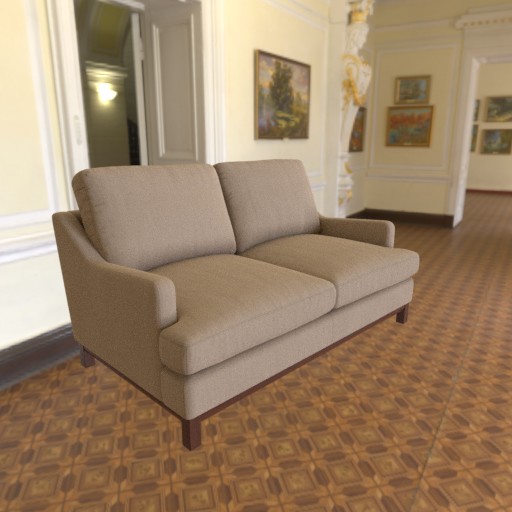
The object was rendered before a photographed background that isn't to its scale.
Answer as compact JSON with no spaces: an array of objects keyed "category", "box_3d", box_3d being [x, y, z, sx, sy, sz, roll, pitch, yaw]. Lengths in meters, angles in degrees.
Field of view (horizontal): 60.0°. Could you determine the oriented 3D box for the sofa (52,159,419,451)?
[{"category":"sofa","box_3d":[0.000,0.000,2.233,1.004,0.910,1.619,14,20,43]}]
